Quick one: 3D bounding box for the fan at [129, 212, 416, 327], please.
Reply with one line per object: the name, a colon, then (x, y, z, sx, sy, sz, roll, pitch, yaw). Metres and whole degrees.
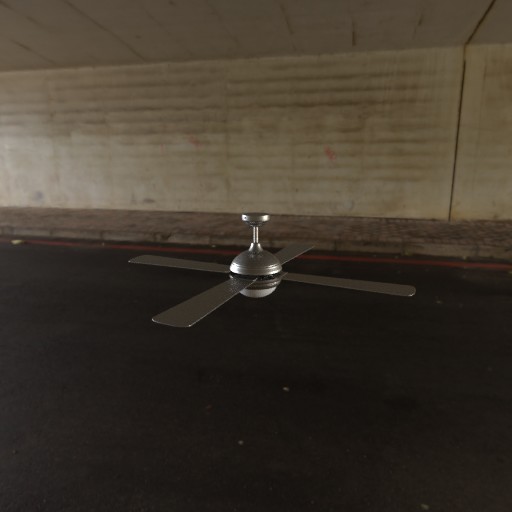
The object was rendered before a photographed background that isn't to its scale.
fan: (0.000, 0.000, 2.014, 1.321, 0.381, 1.321, -13, 18, -43)
